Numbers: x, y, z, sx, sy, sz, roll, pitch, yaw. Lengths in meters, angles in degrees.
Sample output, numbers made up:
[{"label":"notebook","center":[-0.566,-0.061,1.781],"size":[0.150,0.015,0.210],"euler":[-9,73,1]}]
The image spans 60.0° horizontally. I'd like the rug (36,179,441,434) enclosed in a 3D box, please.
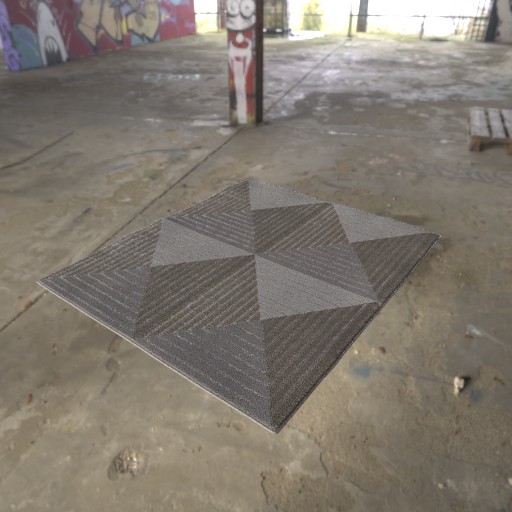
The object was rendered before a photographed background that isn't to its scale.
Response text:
[{"label":"rug","center":[0.000,0.000,0.899],"size":[0.551,0.008,0.642],"euler":[22,38,31]}]
